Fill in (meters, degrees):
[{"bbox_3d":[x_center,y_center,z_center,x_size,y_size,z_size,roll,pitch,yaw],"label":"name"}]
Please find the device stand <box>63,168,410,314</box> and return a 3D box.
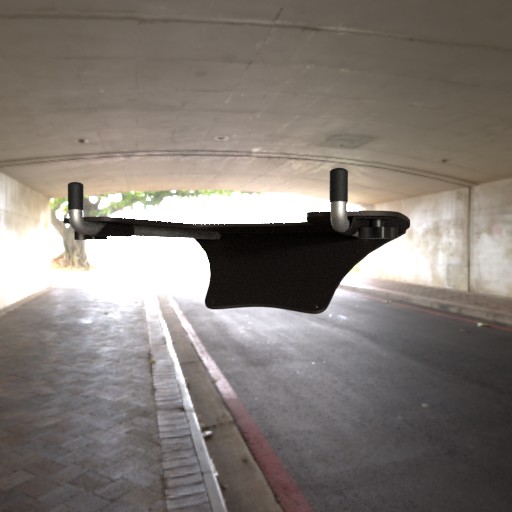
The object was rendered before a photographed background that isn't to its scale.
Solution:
[{"bbox_3d":[0.000,0.000,0.348,0.230,0.092,0.230,0,1,18],"label":"device stand"}]
